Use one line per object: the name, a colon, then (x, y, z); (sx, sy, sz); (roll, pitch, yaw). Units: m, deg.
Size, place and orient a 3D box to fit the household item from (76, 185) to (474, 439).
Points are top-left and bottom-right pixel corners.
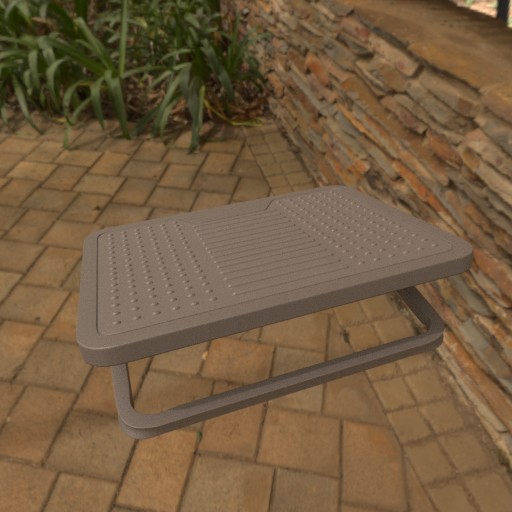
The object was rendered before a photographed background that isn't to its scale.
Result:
household item: (0.000, 0.000, 0.526); (0.390, 0.126, 0.301); (-13, 42, -14)
